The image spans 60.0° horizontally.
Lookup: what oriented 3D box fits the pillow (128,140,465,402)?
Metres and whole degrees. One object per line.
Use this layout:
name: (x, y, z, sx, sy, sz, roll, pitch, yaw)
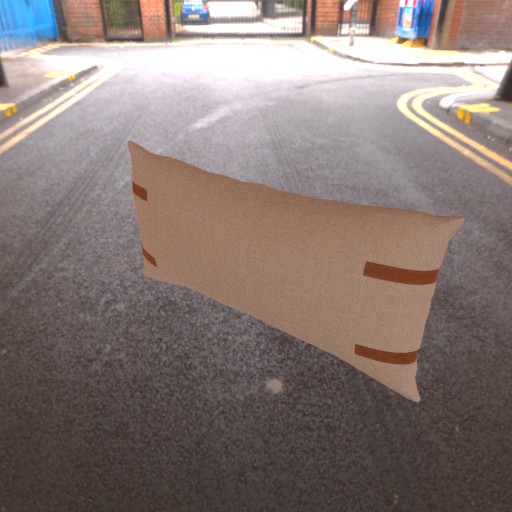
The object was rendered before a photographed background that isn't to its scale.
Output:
pillow: (0.000, 0.000, 0.751, 0.612, 0.308, 0.148, 20, 36, 31)
